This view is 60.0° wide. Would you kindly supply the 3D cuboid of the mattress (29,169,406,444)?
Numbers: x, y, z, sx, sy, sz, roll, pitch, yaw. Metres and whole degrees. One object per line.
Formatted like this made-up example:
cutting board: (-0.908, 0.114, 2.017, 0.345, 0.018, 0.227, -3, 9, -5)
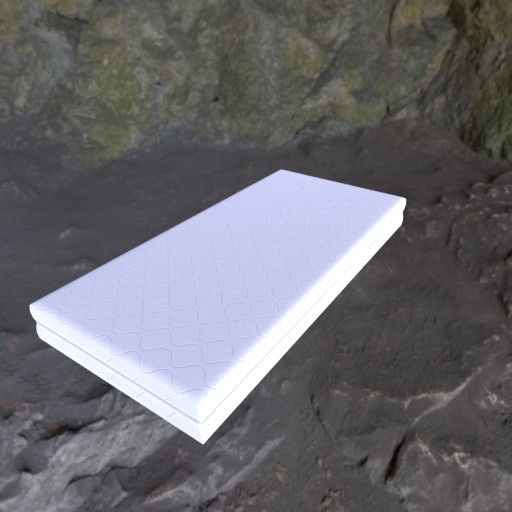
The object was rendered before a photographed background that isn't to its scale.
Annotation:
mattress: (0.000, 0.000, 2.258, 0.900, 0.200, 1.900, 19, 36, 29)
